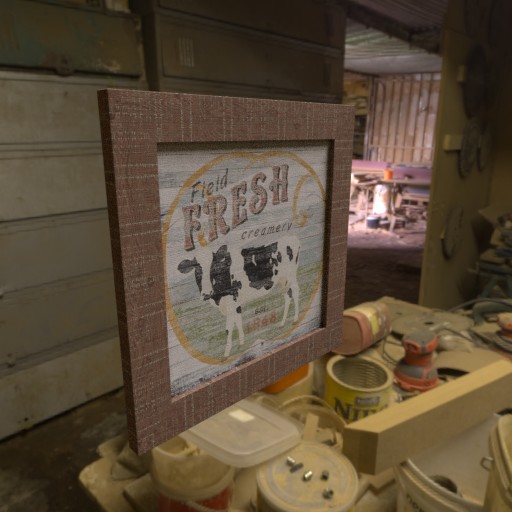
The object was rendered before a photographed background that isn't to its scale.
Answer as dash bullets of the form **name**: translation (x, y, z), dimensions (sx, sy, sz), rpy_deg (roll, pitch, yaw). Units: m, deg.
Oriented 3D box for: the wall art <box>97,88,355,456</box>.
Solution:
- **wall art**: translation (0.000, 0.000, 0.797), dimensions (0.531, 0.531, 0.029), rpy_deg (-15, 21, -42)
